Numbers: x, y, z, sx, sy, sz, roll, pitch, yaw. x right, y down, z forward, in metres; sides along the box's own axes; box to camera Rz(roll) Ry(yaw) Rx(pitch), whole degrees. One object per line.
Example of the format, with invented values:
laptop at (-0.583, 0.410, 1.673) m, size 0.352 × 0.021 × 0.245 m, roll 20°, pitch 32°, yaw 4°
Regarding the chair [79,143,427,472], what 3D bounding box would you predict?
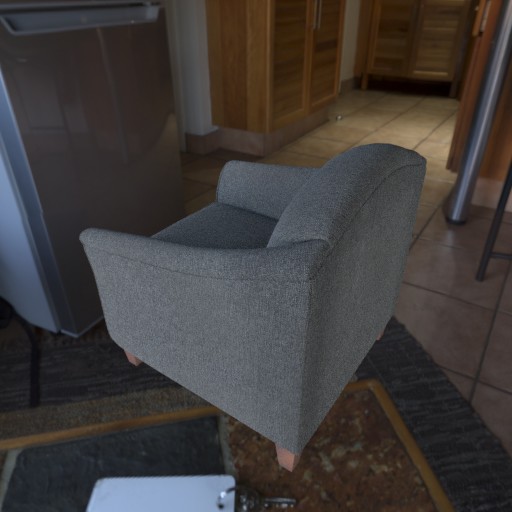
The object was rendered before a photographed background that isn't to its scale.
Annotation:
chair at (0.000, 0.000, 1.452) m, size 0.787 × 0.839 × 0.763 m, roll 20°, pitch 38°, yaw 29°
